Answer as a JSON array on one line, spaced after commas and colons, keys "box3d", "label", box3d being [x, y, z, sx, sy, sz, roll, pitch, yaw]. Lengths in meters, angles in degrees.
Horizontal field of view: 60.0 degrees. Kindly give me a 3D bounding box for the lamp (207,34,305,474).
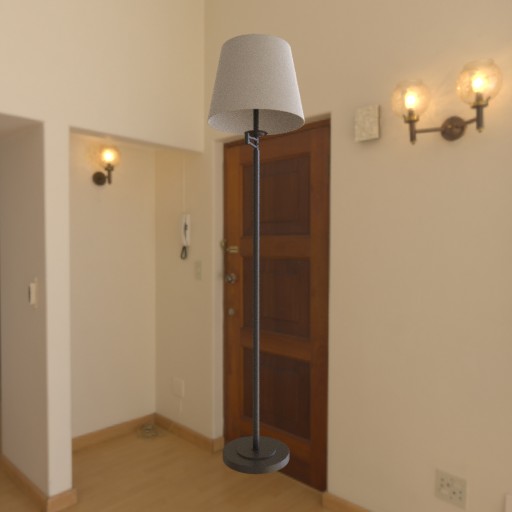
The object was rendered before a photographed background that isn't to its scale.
[{"box3d": [0.000, 0.000, 1.603, 0.348, 1.473, 0.348, 0, 2, 18], "label": "lamp"}]
